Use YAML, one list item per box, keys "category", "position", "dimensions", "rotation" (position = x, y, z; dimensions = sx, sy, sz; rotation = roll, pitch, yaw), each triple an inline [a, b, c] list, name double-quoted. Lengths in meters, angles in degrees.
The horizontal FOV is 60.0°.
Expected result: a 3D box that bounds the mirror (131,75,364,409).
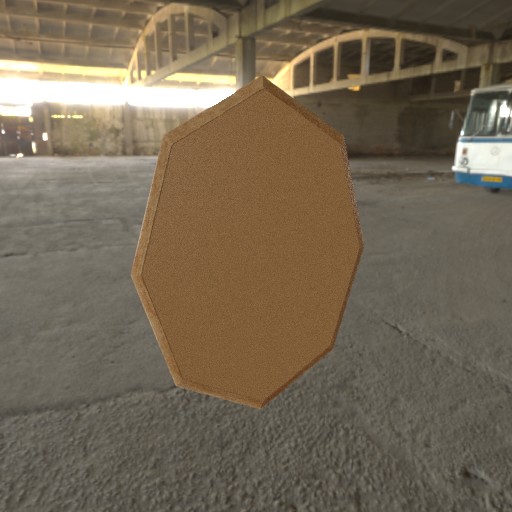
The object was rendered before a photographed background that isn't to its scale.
- category: "mirror"
  position: [0.000, 0.000, 1.025]
  dimensions: [0.577, 0.774, 0.070]
  rotation: [-7, 17, -24]
